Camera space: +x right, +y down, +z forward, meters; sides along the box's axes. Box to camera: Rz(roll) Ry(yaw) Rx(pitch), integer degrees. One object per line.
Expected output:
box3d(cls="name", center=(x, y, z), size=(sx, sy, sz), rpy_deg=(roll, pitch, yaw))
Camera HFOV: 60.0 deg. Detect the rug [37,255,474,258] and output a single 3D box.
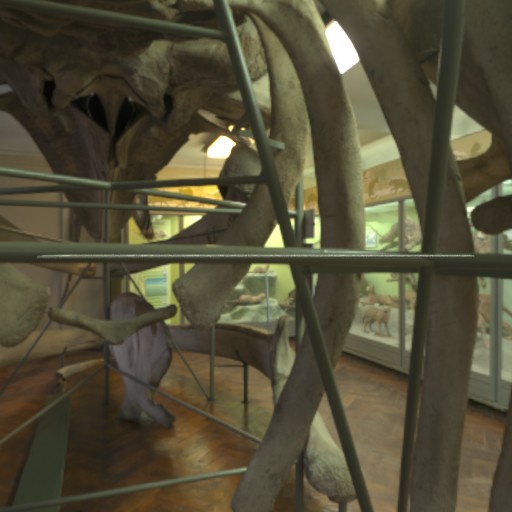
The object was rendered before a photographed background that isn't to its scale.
box3d(cls="rug", center=(0.000, 0.000, 1.458), size=(1.219, 0.007, 0.604), rpy_deg=(0, 0, -18))
